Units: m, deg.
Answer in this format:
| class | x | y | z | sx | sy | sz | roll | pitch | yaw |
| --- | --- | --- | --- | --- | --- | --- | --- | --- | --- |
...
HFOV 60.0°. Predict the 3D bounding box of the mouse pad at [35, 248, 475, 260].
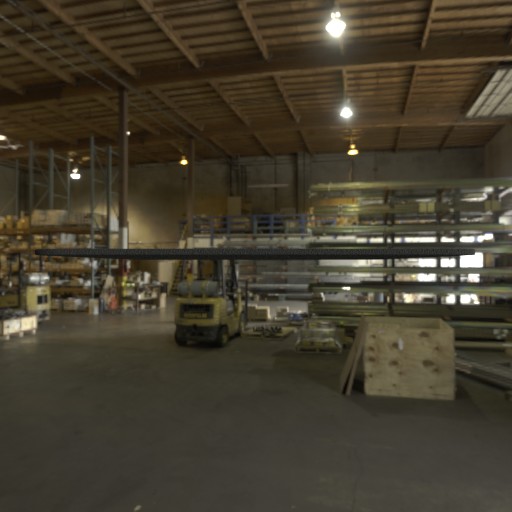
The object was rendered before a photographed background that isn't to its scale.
| class | x | y | z | sx | sy | sz | roll | pitch | yaw |
| --- | --- | --- | --- | --- | --- | --- | --- | --- | --- |
| mouse pad | 0.000 | 0.000 | 0.317 | 0.229 | 0.003 | 0.203 | 0 | -1 | 1 |
